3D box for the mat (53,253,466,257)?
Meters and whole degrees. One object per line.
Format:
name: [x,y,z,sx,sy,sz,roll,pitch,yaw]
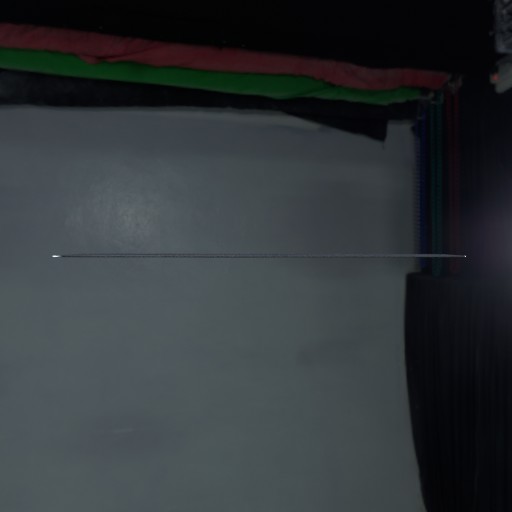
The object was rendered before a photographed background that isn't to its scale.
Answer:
mat: [0.000,0.000,1.899,1.524,0.013,0.918,0,0,-17]
